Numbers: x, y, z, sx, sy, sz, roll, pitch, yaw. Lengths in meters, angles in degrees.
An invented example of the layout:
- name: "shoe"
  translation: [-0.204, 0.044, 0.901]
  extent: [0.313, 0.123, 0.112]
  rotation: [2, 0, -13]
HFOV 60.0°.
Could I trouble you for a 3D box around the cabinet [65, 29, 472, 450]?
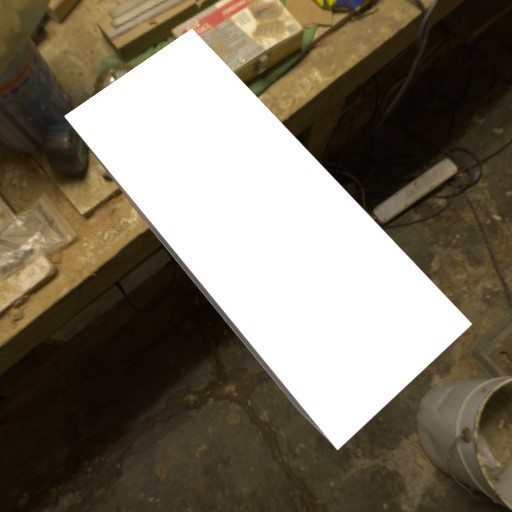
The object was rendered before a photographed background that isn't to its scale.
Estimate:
- name: "cabinet"
  translation: [0.000, 0.000, 1.421]
  extent: [0.400, 0.800, 1.000]
  rotation: [-39, 79, -9]
